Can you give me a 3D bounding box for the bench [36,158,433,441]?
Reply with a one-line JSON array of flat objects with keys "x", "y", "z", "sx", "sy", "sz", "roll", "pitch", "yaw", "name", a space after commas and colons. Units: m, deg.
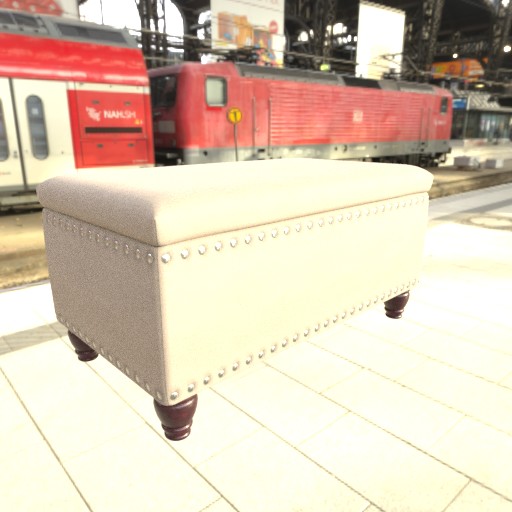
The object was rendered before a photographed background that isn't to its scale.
[{"x": 0.000, "y": 0.000, "z": 1.155, "sx": 0.887, "sy": 0.449, "sz": 0.500, "roll": -15, "pitch": 22, "yaw": -41, "name": "bench"}]
